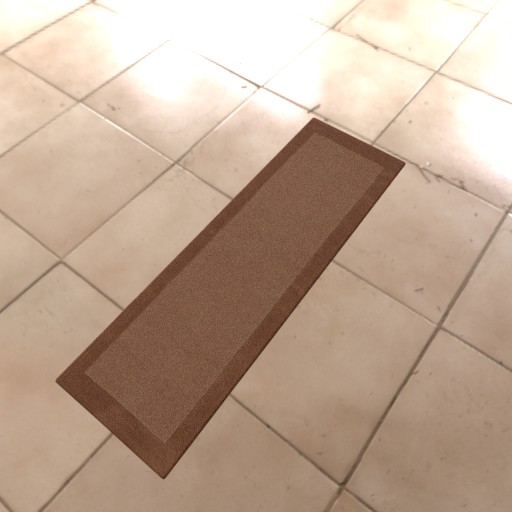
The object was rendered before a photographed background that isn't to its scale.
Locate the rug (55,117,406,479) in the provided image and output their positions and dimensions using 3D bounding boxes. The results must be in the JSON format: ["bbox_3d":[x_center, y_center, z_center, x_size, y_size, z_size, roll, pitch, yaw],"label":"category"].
[{"bbox_3d":[0.000,0.000,2.663,0.764,0.017,2.439,33,64,18],"label":"rug"}]
